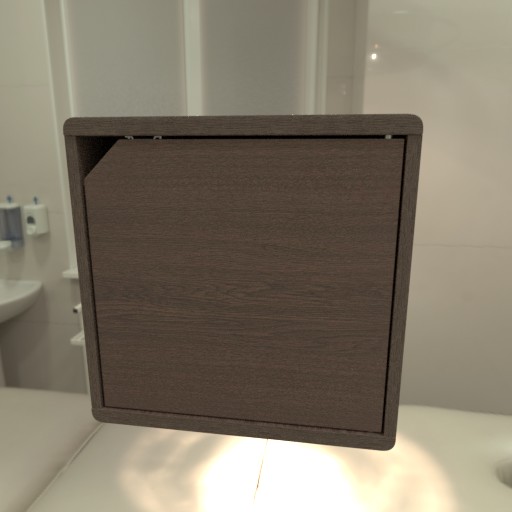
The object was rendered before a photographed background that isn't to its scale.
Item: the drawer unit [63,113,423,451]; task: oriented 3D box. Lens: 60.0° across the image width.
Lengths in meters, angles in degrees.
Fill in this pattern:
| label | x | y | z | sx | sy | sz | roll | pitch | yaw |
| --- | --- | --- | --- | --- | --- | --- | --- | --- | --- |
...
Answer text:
| label | x | y | z | sx | sy | sz | roll | pitch | yaw |
| --- | --- | --- | --- | --- | --- | --- | --- | --- | --- |
| drawer unit | 0.000 | 0.000 | 0.592 | 0.344 | 0.344 | 0.290 | 2 | 14 | 9 |
